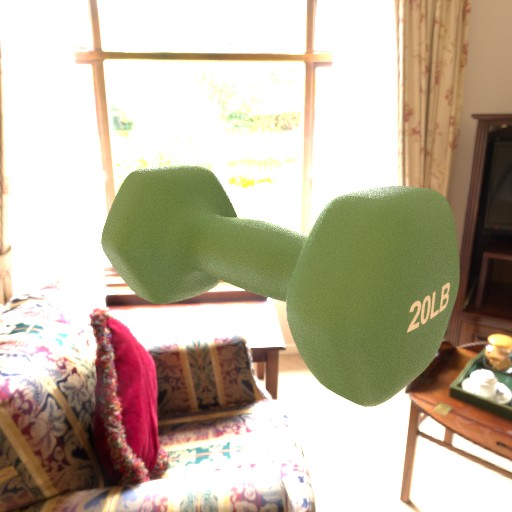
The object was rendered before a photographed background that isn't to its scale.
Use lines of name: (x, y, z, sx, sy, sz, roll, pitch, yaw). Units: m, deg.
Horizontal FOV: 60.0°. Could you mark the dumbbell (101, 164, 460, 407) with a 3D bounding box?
dumbbell: (0.000, 0.000, 0.313, 0.126, 0.114, 0.257, -15, 22, -42)
